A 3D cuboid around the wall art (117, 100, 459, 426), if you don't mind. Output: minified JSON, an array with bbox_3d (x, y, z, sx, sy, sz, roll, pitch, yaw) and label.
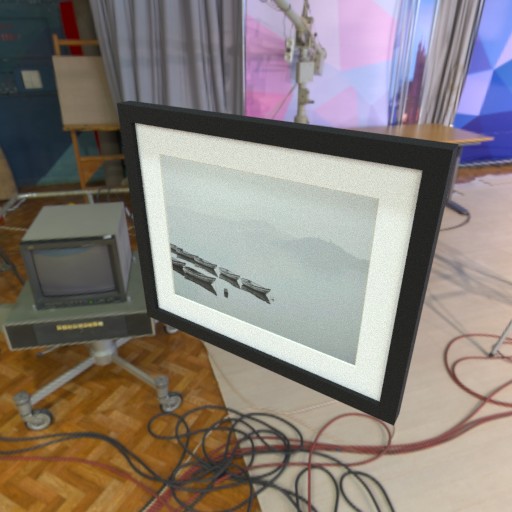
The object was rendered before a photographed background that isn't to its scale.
[{"bbox_3d":[0.000,0.000,0.757,0.554,0.454,0.030,17,33,28],"label":"wall art"}]
